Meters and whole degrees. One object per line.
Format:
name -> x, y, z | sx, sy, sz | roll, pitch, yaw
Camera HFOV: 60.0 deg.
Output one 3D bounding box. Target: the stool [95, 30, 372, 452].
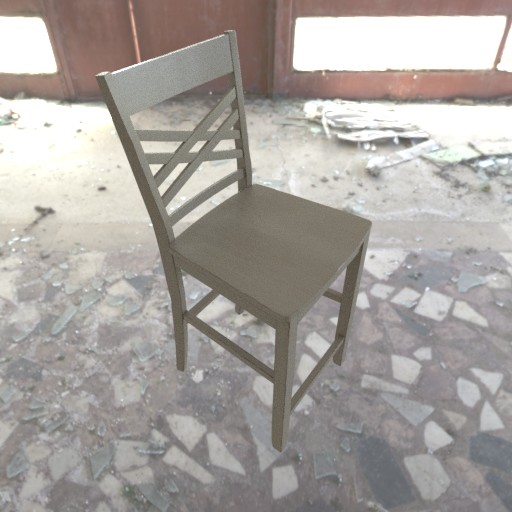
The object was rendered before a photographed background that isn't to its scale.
stool -> 0.000, 0.000, 1.318 | 0.539, 1.079, 0.462 | 25, 46, 27
